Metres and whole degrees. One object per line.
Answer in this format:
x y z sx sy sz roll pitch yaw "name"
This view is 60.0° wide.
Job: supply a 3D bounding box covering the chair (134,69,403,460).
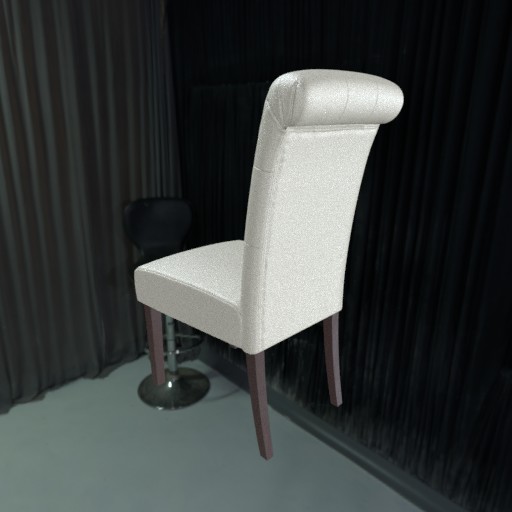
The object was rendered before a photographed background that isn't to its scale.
0.000 0.000 1.343 0.456 1.006 0.671 -17 25 -42 "chair"
